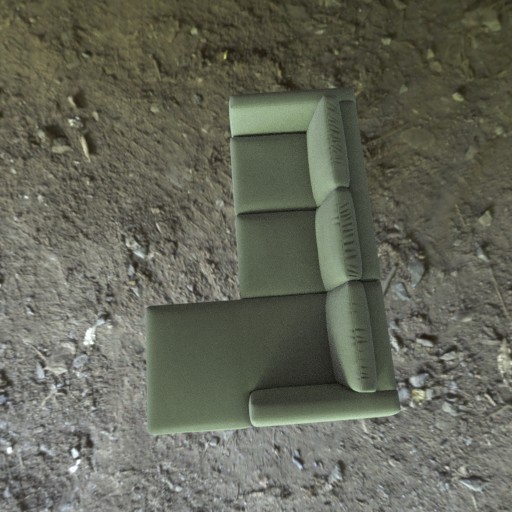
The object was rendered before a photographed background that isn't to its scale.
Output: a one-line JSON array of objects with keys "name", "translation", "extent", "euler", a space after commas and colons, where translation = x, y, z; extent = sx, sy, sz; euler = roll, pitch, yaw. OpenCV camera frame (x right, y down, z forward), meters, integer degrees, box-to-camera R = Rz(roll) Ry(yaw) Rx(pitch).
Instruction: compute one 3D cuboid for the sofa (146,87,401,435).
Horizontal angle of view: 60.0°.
[{"name": "sofa", "translation": [0.000, 0.000, 3.160], "extent": [1.580, 0.860, 2.300], "euler": [-4, 76, -1]}]
